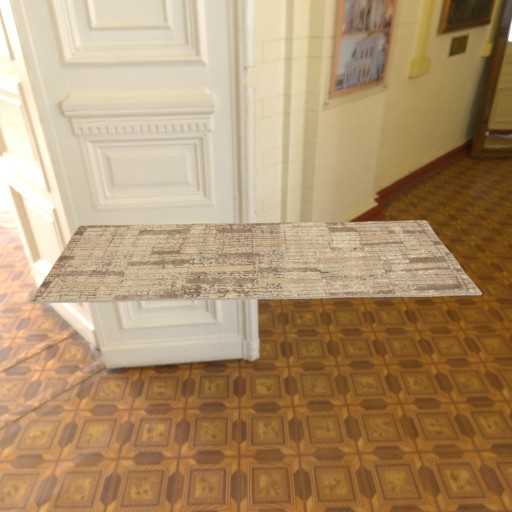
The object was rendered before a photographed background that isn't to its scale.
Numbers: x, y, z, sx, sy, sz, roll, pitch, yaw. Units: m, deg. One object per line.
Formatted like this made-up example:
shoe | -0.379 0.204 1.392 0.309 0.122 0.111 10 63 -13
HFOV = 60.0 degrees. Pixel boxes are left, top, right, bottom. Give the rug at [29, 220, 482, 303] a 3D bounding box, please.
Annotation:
rug | 0.000 0.000 2.680 2.383 0.018 0.857 -1 32 -1
